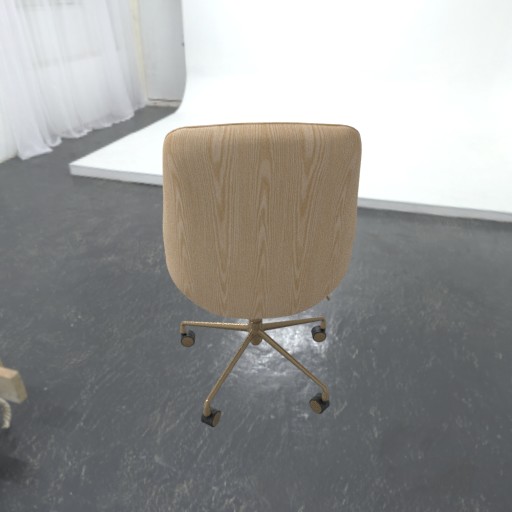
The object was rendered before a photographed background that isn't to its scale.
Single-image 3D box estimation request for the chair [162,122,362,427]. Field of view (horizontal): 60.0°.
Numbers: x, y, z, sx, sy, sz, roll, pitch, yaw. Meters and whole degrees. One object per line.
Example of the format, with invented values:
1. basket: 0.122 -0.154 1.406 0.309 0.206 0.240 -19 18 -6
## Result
1. chair: 0.000 0.000 1.367 0.564 0.952 0.668 -2 30 -3
